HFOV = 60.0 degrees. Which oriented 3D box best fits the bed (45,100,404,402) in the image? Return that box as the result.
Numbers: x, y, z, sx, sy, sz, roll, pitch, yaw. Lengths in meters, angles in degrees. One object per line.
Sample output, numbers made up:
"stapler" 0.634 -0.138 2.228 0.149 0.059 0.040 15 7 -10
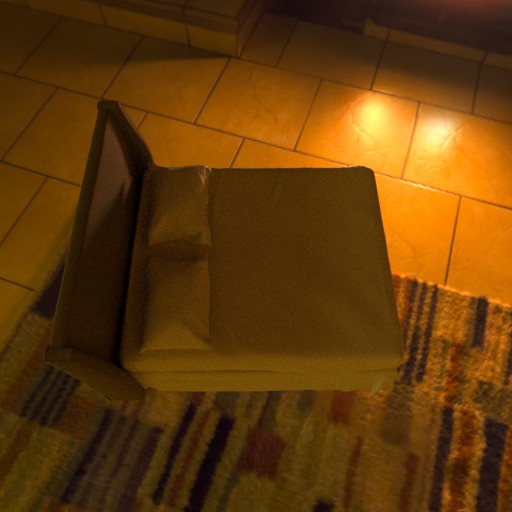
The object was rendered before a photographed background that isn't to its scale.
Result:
"bed" 0.000 0.000 3.339 2.276 1.332 1.925 -1 63 0
